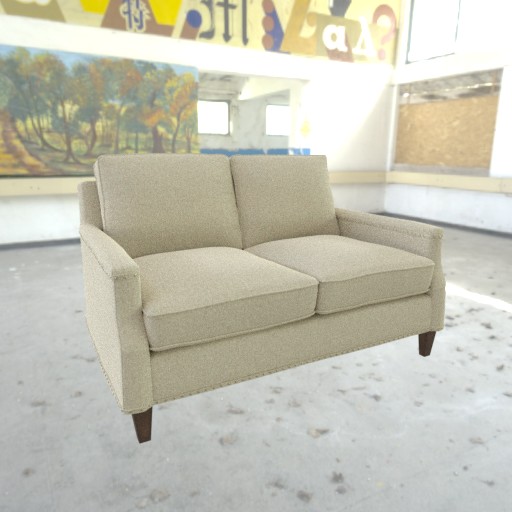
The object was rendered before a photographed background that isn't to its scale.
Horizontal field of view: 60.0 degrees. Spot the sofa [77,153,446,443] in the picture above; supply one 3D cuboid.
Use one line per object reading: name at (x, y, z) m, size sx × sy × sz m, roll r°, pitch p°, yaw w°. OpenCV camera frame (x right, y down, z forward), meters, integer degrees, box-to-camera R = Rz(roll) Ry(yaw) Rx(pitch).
sofa at (0.000, 0.000, 2.224) m, size 1.597 × 1.003 × 1.084 m, roll -7°, pitch 15°, yaw -27°
